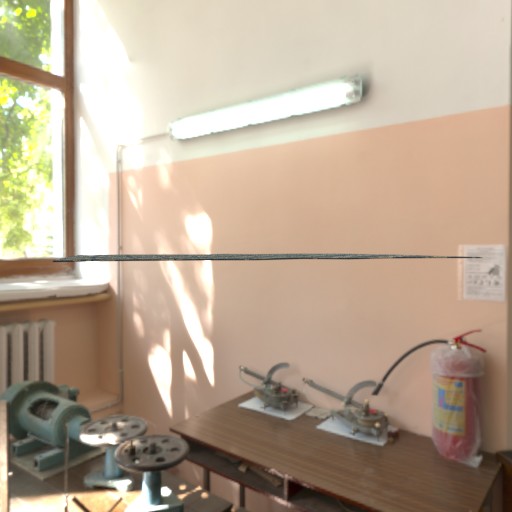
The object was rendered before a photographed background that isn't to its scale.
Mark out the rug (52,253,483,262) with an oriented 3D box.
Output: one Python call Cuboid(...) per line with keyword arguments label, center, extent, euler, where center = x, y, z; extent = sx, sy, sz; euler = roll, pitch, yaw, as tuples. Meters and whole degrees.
Cuboid(label="rug", center=(0.000, 0.000, 2.228), extent=(1.755, 0.010, 1.153), euler=(0, 1, -18))
